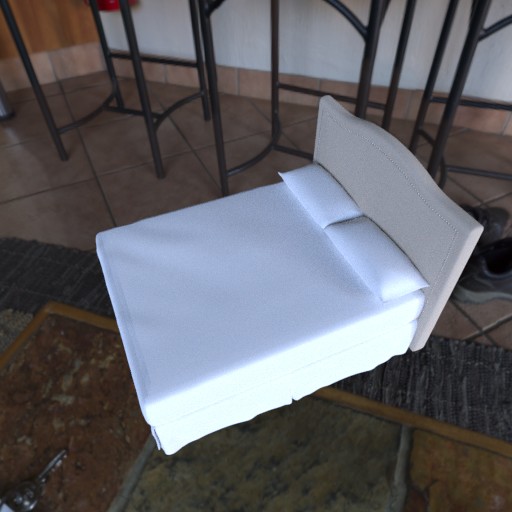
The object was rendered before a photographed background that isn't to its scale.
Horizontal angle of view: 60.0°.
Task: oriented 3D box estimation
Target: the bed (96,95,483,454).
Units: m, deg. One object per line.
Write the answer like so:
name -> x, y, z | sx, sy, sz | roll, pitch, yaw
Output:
bed -> 0.000, 0.000, 3.116 | 2.052, 1.398, 1.678 | -18, 49, -16
